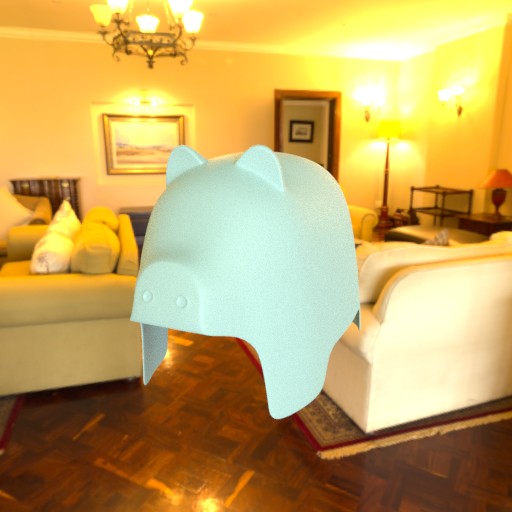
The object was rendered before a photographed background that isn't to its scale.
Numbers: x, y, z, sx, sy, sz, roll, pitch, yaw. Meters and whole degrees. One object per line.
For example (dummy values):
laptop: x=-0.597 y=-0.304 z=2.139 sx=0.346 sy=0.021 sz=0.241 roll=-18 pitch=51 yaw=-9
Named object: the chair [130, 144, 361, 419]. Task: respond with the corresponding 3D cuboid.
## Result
chair: x=0.000 y=0.000 z=0.874 sx=0.364 sy=0.423 sz=0.619 roll=6 pitch=15 yaw=23
